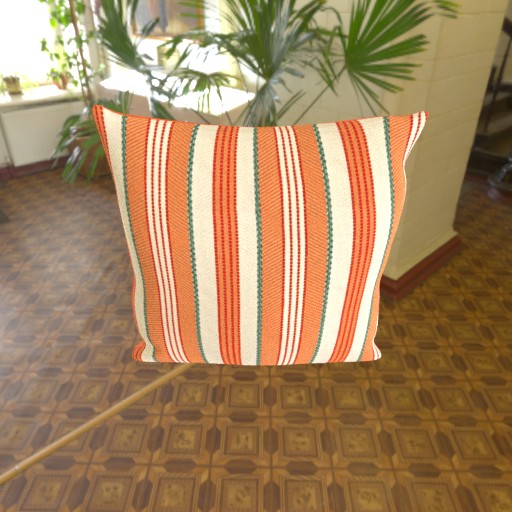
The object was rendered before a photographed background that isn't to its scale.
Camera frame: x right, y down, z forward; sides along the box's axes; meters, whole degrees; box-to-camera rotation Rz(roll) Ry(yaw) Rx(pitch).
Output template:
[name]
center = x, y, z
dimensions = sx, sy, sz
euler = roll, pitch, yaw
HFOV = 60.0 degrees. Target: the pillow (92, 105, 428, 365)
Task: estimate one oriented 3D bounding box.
[pillow]
center = 0.000, 0.000, 0.670
dimensions = 0.440, 0.441, 0.182
euler = 0, 31, 1
